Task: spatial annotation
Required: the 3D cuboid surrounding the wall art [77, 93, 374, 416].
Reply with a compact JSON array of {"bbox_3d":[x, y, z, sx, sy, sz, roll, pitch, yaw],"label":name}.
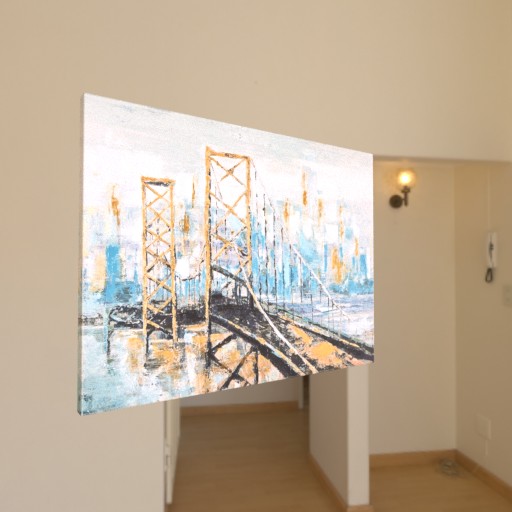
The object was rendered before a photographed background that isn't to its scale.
[{"bbox_3d":[0.000,0.000,1.342,1.016,0.762,0.038,1,-2,-35],"label":"wall art"}]
